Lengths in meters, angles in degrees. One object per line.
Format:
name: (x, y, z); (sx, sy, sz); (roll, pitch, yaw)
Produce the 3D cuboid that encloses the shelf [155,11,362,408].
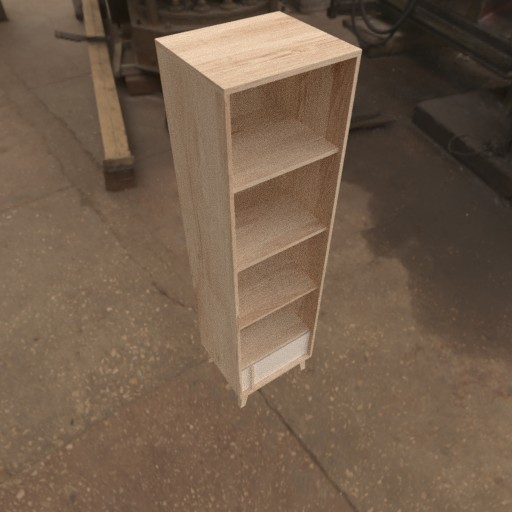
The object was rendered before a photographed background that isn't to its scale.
shelf: (0.000, 0.000, 2.136); (0.510, 1.960, 0.450); (-25, 51, -23)
